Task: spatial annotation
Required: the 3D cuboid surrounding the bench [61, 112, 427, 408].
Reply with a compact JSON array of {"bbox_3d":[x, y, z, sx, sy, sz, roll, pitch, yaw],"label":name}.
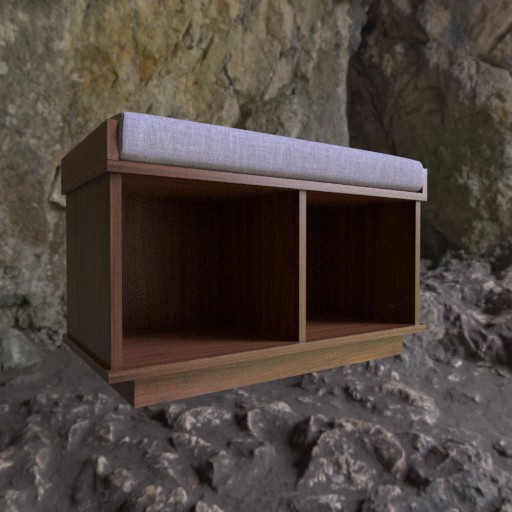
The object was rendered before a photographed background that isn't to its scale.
[{"bbox_3d":[0.000,0.000,0.978,0.734,0.461,0.362,-1,1,-34],"label":"bench"}]
